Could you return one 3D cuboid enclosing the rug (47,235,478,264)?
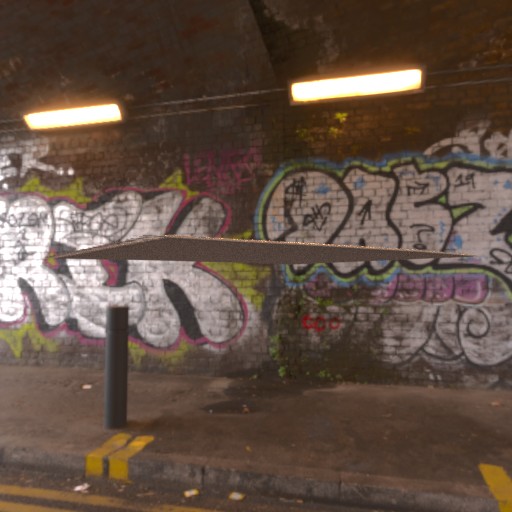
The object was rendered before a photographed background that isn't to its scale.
[{"bbox_3d":[0.000,0.000,4.655,3.585,0.036,2.892,2,-4,-36],"label":"rug"}]
